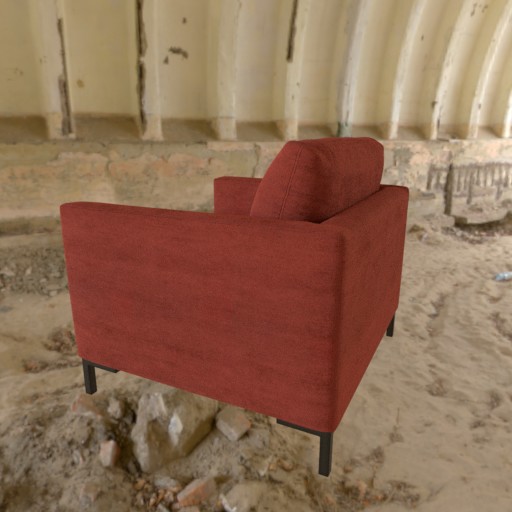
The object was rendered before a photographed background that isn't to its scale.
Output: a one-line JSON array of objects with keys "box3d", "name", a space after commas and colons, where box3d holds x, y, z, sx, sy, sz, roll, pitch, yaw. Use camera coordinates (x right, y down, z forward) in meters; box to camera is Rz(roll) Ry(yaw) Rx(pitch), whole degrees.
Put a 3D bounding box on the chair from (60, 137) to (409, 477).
[{"box3d": [0.000, 0.000, 1.562, 0.875, 0.812, 0.964, 8, 17, 26], "name": "chair"}]
